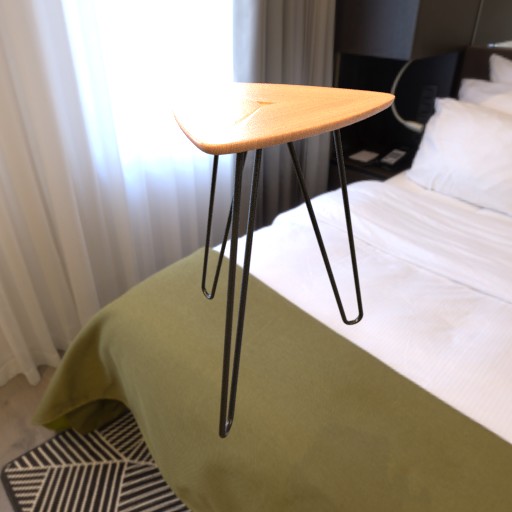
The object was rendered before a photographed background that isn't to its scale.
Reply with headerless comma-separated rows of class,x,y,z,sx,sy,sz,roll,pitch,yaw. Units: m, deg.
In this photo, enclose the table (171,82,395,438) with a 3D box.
table,0.000,0.000,0.875,0.442,0.564,0.455,9,32,14
